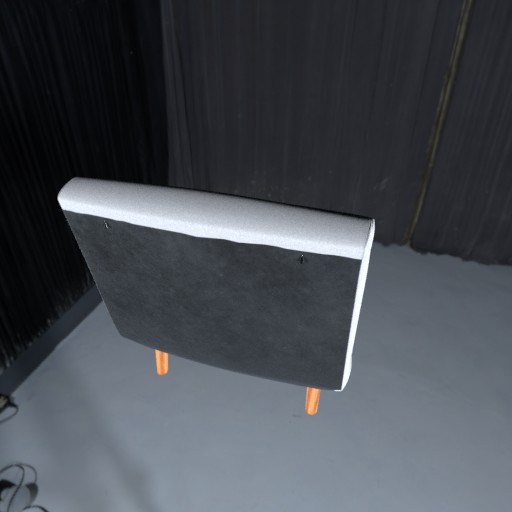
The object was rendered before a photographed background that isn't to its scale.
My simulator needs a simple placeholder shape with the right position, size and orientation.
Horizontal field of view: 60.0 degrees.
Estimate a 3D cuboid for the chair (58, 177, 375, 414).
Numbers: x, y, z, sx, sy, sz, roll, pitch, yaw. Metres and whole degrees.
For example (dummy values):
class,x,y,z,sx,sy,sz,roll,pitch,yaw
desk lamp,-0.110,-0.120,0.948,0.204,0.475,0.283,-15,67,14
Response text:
class,x,y,z,sx,sy,sz,roll,pitch,yaw
chair,0.000,0.000,1.552,0.770,0.808,0.902,10,35,15
